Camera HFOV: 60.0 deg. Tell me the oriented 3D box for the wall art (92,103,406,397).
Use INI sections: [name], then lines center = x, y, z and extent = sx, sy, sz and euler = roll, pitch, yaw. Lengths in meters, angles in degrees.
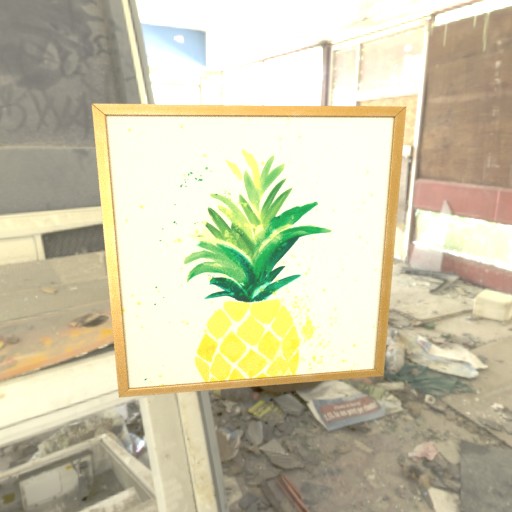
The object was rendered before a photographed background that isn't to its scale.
[wall art]
center = 0.000, 0.000, 1.181
extent = 0.762, 0.760, 0.037
euler = -2, 15, -8
